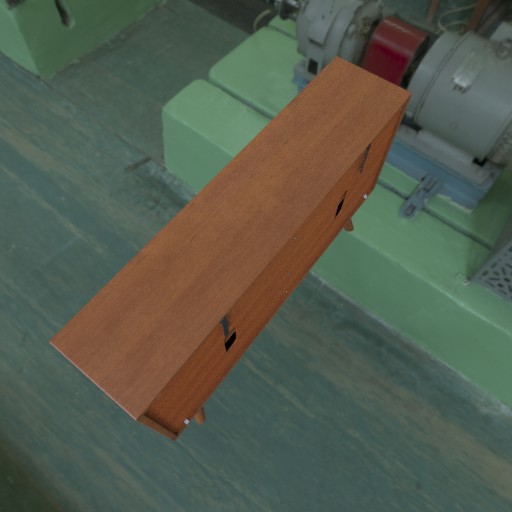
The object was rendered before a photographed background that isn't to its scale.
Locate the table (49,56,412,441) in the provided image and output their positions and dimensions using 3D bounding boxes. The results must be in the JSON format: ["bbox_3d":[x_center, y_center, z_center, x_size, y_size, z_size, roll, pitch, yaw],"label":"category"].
[{"bbox_3d":[0.000,0.000,1.513,0.308,0.698,1.220,34,68,16],"label":"table"}]
